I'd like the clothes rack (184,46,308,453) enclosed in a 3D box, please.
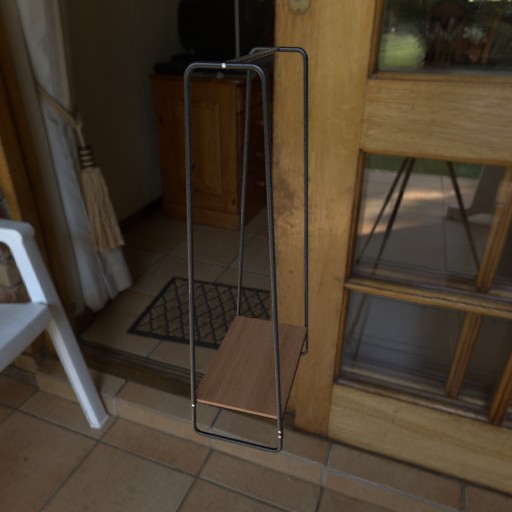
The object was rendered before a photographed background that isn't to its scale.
[{"bbox_3d":[0.000,0.000,1.794,0.400,1.500,0.640,8,30,14],"label":"clothes rack"}]
